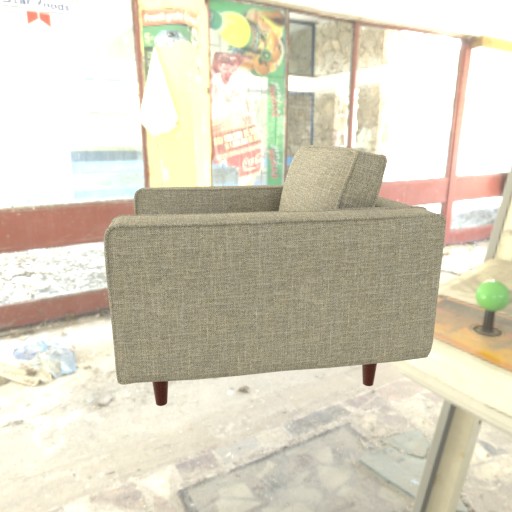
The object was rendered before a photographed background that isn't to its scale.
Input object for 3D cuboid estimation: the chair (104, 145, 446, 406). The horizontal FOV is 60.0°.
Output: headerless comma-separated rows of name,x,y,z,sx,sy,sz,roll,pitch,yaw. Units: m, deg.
chair,0.000,0.000,1.581,0.914,0.765,0.889,-2,15,-9
